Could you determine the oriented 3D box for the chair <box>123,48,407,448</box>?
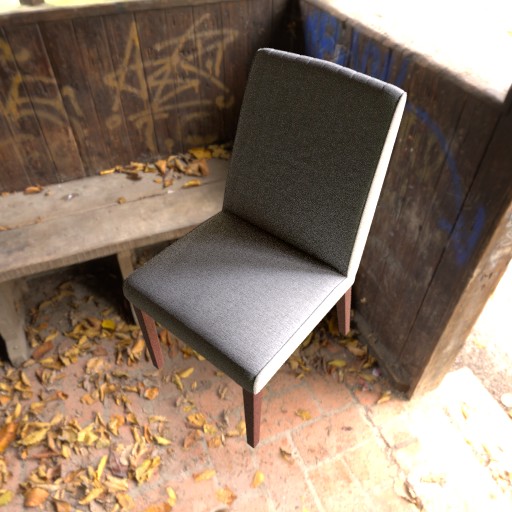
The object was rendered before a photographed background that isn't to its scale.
[{"bbox_3d":[0.000,0.000,1.238,0.480,0.900,0.594,30,52,27],"label":"chair"}]
